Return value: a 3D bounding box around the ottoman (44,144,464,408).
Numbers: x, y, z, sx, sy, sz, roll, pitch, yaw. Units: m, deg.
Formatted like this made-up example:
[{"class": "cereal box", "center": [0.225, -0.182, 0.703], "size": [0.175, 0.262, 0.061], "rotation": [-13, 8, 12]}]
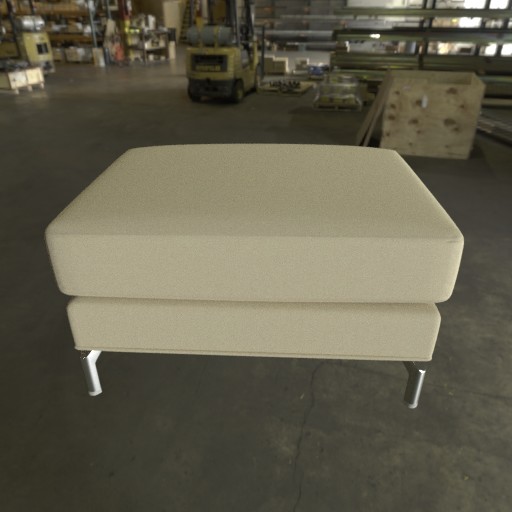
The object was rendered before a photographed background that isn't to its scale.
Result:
[{"class": "ottoman", "center": [0.000, 0.000, 1.191], "size": [0.835, 0.497, 0.581], "rotation": [1, 29, 2]}]
